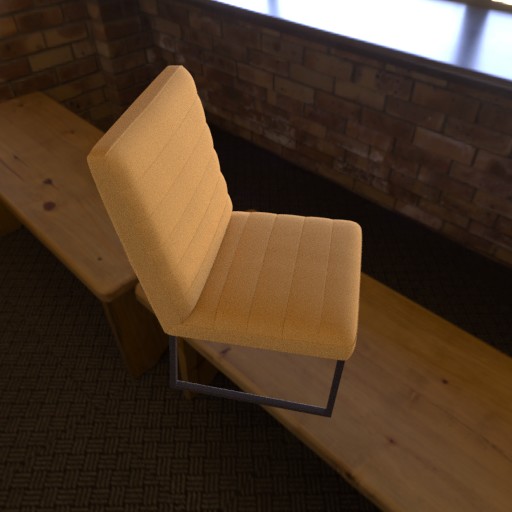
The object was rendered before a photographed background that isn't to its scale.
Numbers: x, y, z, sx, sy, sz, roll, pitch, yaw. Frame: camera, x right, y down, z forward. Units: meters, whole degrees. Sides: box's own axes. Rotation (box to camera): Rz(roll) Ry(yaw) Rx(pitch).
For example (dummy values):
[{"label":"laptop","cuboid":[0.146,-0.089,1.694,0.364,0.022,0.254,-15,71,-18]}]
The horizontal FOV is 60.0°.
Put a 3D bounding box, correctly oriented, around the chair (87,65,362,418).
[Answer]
[{"label":"chair","cuboid":[0.000,0.000,1.345,0.634,0.930,0.520,8,44,8]}]
